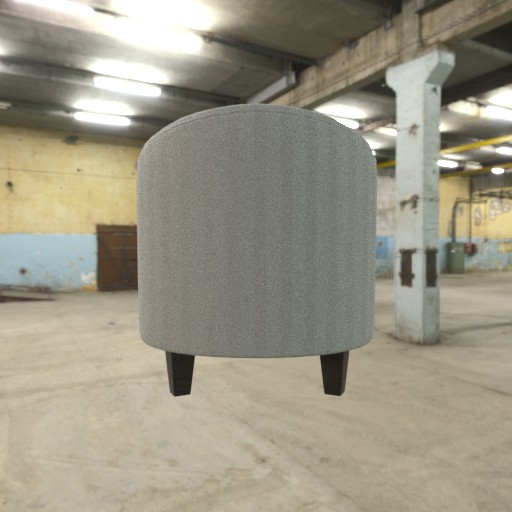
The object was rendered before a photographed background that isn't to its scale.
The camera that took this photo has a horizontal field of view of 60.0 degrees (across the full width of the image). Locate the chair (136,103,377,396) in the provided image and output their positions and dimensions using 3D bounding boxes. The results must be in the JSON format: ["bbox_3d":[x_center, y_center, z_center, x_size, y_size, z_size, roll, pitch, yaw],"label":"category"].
[{"bbox_3d":[0.000,0.000,1.710,0.756,0.757,1.288,0,1,0],"label":"chair"}]
